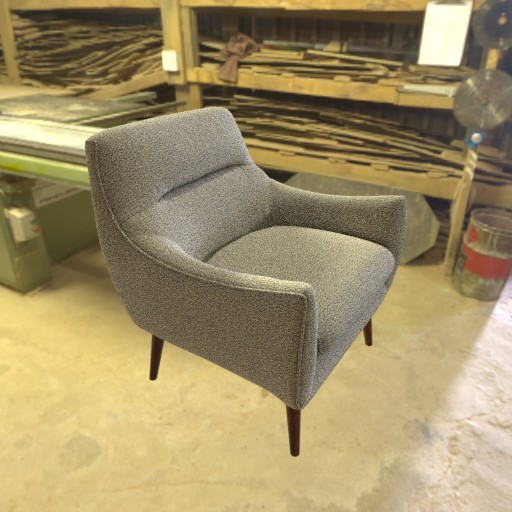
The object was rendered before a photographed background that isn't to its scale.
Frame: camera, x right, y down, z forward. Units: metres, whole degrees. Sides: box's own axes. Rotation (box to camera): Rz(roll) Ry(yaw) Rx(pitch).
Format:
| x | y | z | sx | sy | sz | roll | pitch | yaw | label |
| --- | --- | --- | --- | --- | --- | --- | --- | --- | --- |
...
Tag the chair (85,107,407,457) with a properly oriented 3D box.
| x | y | z | sx | sy | sz | roll | pitch | yaw | label |
| --- | --- | --- | --- | --- | --- | --- | --- | --- | --- |
| 0.000 | 0.000 | 1.456 | 0.787 | 0.838 | 0.762 | 17 | 31 | 29 | chair |
